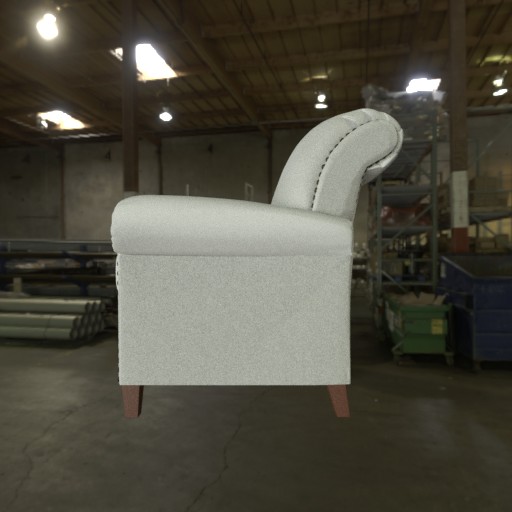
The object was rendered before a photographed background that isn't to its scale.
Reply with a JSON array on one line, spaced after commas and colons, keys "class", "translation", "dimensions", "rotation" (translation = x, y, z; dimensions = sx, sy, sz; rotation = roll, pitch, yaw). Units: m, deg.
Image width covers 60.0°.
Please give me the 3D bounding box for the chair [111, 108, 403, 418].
[{"class": "chair", "translation": [0.000, 0.000, 1.625], "dimensions": [0.890, 0.927, 0.854], "rotation": [0, 1, 0]}]
